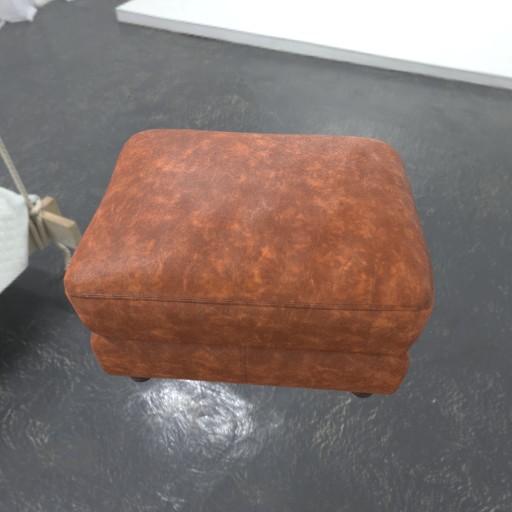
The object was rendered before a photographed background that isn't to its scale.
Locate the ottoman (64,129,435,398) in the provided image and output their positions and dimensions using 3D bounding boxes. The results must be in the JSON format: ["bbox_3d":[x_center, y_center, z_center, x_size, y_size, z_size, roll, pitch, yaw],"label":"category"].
[{"bbox_3d":[0.000,0.000,1.256,0.832,0.562,0.657,3,47,3],"label":"ottoman"}]
